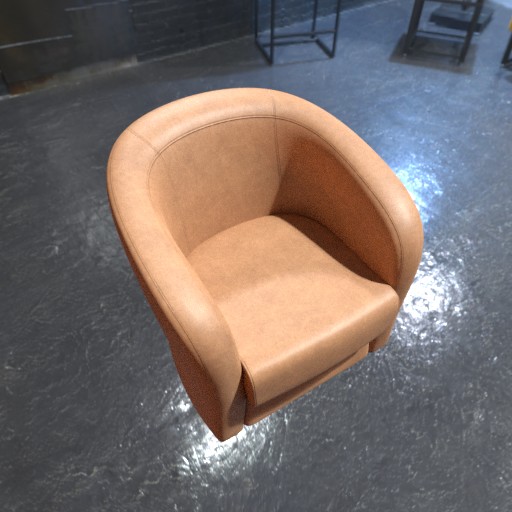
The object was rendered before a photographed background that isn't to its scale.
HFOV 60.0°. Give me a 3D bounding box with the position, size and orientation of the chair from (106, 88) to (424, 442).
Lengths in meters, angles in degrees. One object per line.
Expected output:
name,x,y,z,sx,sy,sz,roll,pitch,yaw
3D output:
chair,0.000,0.000,1.438,0.791,0.771,0.815,-24,51,-21
